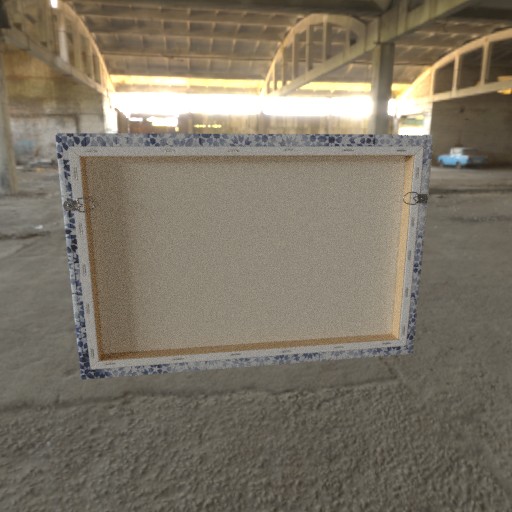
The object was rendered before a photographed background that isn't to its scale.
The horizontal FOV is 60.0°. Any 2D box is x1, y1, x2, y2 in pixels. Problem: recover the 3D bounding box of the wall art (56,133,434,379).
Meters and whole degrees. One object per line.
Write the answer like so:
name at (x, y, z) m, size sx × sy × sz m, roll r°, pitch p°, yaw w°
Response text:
wall art at (0.000, 0.000, 0.765) m, size 0.608 × 0.406 × 0.030 m, roll -2°, pitch 14°, yaw -9°
